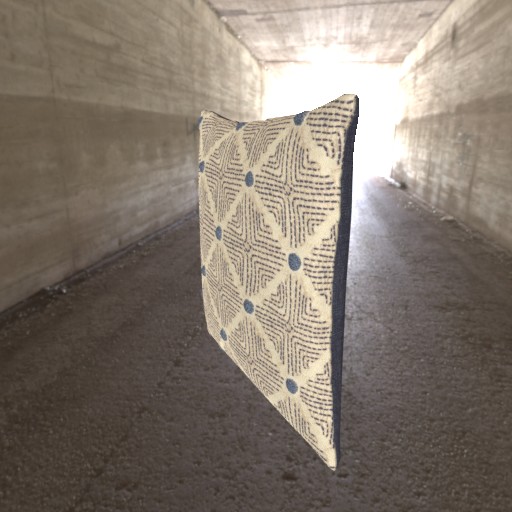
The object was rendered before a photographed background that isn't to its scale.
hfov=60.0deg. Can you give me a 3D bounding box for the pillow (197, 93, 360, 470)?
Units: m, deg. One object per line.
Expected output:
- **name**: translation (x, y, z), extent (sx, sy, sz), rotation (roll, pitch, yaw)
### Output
- **pillow**: translation (0.000, 0.000, 0.782), extent (0.145, 0.510, 0.510), rotation (-8, 18, -25)
